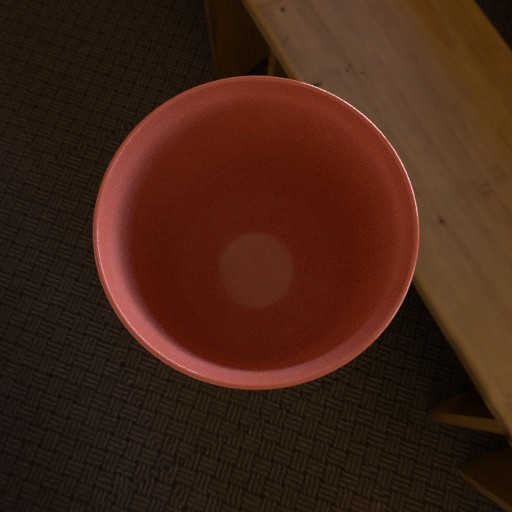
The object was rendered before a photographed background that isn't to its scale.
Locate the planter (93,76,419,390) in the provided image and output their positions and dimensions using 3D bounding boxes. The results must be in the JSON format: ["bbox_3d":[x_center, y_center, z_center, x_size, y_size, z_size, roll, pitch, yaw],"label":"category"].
[{"bbox_3d":[0.000,0.000,0.492,0.266,0.270,0.266,0,77,0],"label":"planter"}]
